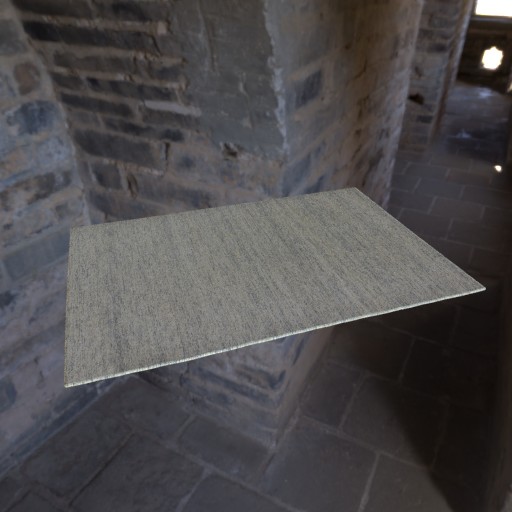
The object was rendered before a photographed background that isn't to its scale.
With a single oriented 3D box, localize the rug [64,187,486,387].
[{"bbox_3d":[0.000,0.000,2.823,2.263,0.017,1.523,-10,34,-16],"label":"rug"}]
